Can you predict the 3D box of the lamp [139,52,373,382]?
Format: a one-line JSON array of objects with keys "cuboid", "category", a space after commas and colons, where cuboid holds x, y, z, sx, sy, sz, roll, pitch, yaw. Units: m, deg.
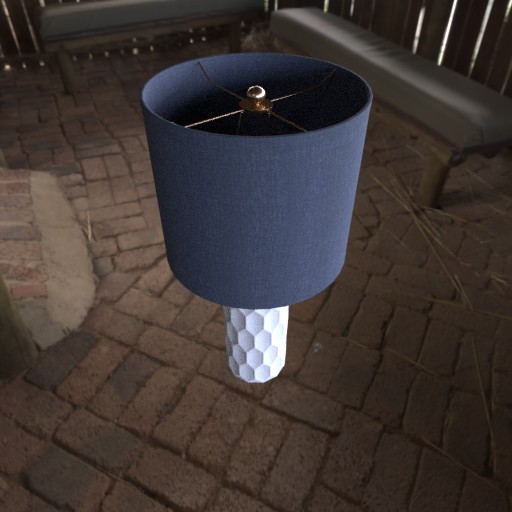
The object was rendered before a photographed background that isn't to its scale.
[{"cuboid": [0.000, 0.000, 0.709, 0.277, 0.537, 0.277, 1, 40, 1], "category": "lamp"}]
